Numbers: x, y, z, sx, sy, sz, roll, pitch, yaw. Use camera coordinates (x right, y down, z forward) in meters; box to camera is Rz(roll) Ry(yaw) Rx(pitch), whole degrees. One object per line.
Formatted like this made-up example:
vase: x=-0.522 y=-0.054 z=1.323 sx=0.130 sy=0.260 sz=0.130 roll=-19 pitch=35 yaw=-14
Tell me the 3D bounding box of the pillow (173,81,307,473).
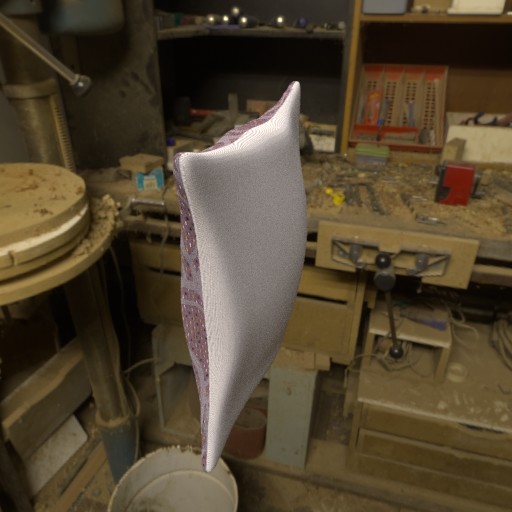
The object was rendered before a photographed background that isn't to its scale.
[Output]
pillow: x=0.000 y=0.000 z=0.781 sx=0.163 sy=0.513 sz=0.514 roll=9 pitch=31 yaw=15
